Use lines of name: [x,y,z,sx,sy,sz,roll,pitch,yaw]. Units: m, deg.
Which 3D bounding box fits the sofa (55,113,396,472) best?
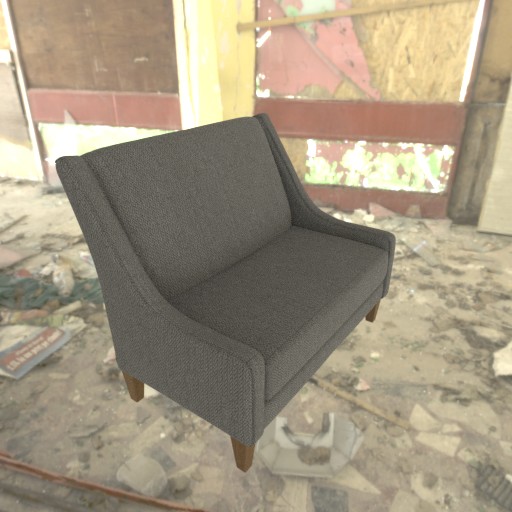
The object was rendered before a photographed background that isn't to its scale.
sofa: [0.000,0.000,1.959,0.873,1.022,1.242,18,31,32]
